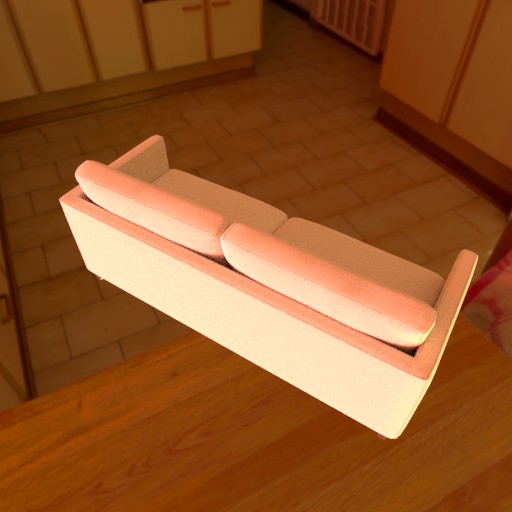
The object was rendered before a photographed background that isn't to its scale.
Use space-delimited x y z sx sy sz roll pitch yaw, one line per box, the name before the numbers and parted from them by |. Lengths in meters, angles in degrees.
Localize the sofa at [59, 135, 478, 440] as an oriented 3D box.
sofa | 0.000 0.000 2.791 2.361 0.962 0.951 24 51 22
